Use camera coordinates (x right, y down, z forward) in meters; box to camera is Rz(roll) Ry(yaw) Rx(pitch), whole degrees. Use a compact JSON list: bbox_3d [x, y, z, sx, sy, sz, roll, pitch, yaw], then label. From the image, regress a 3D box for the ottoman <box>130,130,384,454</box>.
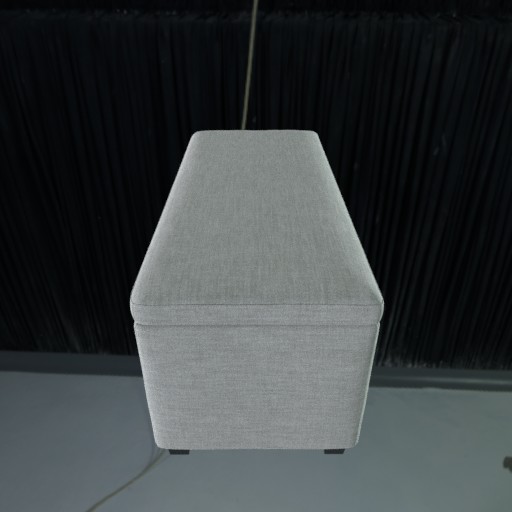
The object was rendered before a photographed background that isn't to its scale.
[{"bbox_3d":[0.000,0.000,1.150,0.419,0.432,0.902,0,32,0],"label":"ottoman"}]
